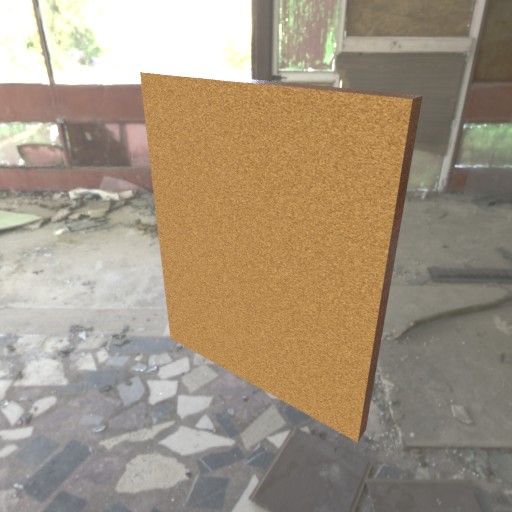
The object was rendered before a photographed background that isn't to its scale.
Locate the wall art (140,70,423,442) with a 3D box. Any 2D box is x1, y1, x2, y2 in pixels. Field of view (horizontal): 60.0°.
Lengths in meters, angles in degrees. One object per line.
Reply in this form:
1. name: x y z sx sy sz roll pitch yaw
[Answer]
1. wall art: 0.000 0.000 0.768 0.467 0.567 0.033 20 34 32
